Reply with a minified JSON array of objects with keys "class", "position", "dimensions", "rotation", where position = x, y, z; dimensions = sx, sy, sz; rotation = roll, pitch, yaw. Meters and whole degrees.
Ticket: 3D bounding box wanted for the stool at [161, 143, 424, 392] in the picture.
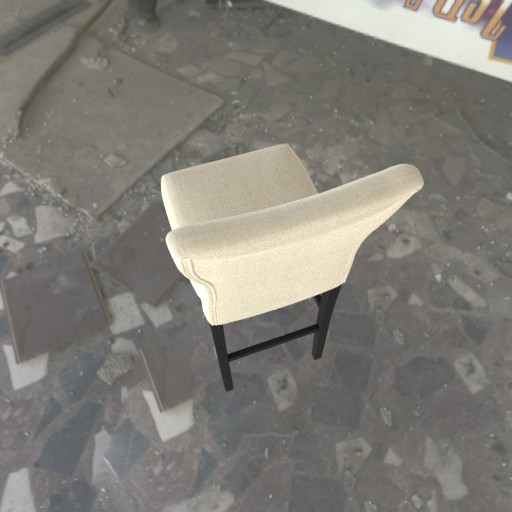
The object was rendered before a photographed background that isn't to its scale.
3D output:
[{"class":"stool","position":[0.000,0.000,1.421],"dimensions":[0.516,1.124,0.603],"rotation":[-17,59,-10]}]
